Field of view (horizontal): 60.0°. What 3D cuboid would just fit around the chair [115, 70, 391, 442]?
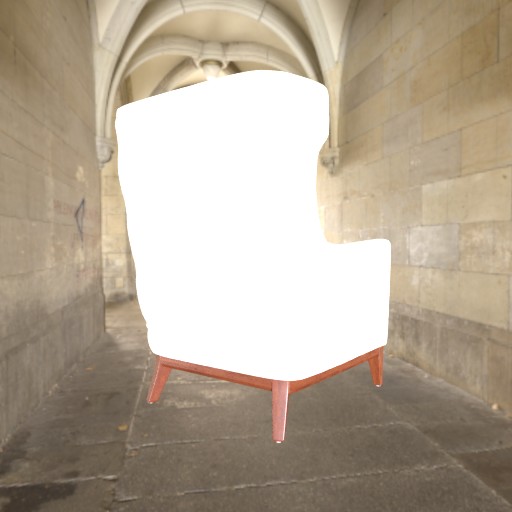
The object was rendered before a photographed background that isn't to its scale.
[{"bbox_3d":[0.000,0.000,1.686,0.778,1.079,0.899,1,2,35],"label":"chair"}]
